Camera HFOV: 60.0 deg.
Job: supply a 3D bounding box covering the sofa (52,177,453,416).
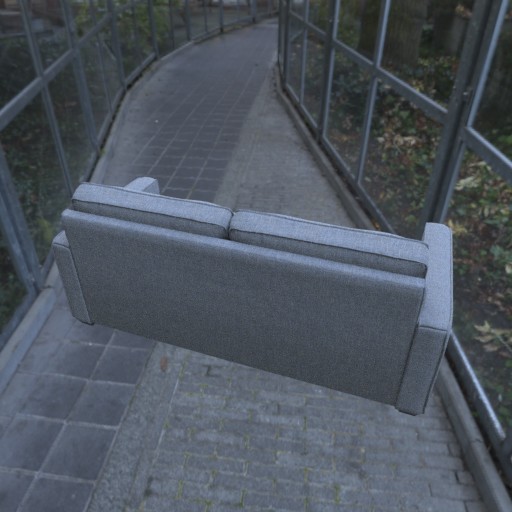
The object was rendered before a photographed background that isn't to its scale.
[{"bbox_3d":[0.000,0.000,2.551,2.078,0.918,0.945,11,36,16],"label":"sofa"}]
